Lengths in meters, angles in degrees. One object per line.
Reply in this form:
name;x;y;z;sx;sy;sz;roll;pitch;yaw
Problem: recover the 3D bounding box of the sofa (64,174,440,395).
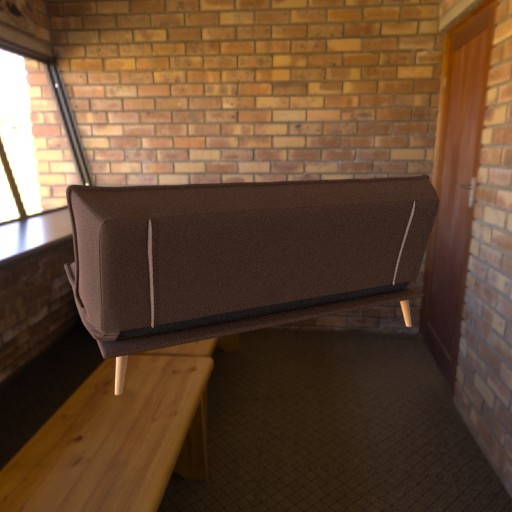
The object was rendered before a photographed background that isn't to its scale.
sofa;0.000;0.000;2.486;1.940;0.890;0.950;-7;15;-26
